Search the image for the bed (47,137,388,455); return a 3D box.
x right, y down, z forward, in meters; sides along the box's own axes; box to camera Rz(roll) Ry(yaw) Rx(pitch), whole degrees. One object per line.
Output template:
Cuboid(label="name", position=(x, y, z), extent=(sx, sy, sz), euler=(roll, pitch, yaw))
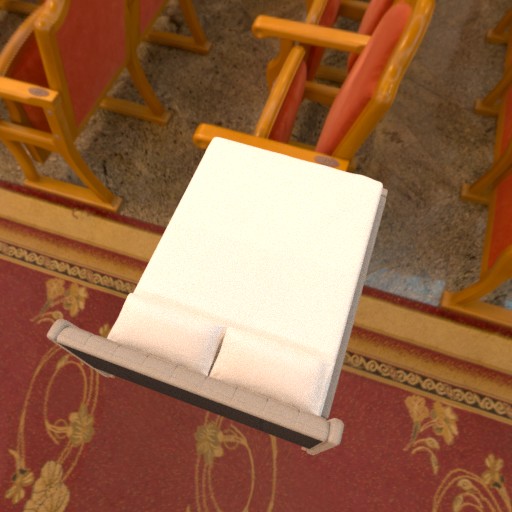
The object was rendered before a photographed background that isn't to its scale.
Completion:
Cuboid(label="bed", position=(0.000, 0.000, 3.257), extent=(1.656, 1.147, 2.232), euler=(18, 65, 9))
